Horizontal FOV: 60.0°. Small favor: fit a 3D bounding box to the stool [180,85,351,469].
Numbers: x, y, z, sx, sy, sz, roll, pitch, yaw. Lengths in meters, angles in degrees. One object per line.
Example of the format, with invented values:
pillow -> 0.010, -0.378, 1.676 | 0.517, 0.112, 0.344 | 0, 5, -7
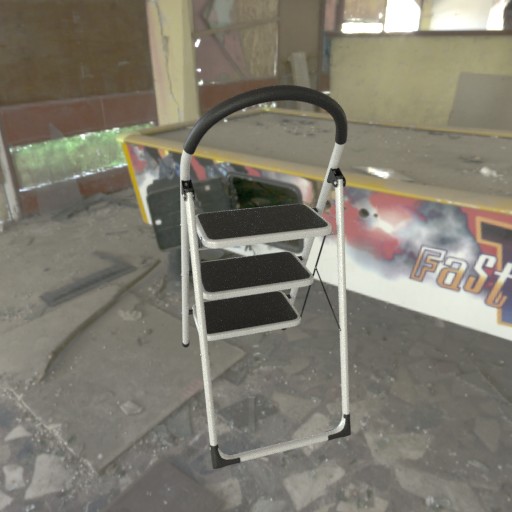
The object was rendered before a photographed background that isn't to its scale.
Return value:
stool -> 0.000, 0.000, 1.486 | 0.485, 1.109, 0.676 | -7, 27, -15
